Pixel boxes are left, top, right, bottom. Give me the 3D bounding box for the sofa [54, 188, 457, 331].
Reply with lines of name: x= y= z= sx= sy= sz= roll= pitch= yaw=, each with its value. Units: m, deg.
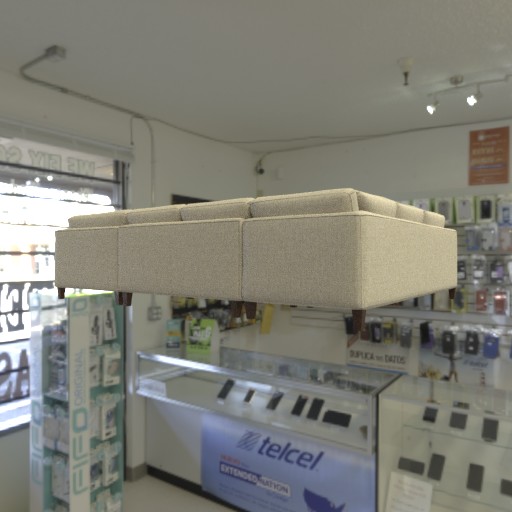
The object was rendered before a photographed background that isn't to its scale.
sofa: x=0.000 y=0.000 z=4.597 sx=3.403 sy=0.889 sz=2.551 roll=0 pitch=0 yaw=36
